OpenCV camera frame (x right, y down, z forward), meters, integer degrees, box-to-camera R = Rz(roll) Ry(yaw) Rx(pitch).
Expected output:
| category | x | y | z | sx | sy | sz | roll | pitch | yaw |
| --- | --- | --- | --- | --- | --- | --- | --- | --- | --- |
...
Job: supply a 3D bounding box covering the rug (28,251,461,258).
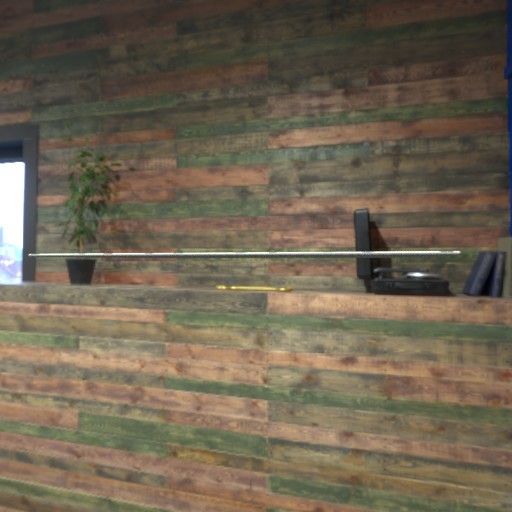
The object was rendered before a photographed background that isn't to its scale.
| category | x | y | z | sx | sy | sz | roll | pitch | yaw |
| --- | --- | --- | --- | --- | --- | --- | --- | --- | --- |
| rug | 0.000 | 0.000 | 2.987 | 2.365 | 0.017 | 1.521 | 0 | -1 | 19 |
